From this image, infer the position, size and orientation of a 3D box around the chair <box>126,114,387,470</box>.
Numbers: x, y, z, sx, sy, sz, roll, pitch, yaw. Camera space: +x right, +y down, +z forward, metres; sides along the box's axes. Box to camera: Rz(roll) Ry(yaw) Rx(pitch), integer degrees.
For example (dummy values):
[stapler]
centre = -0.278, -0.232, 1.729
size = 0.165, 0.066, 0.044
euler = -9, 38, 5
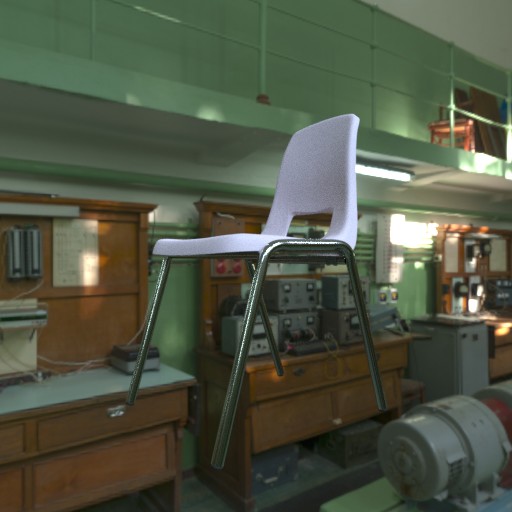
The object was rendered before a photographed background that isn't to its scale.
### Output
[chair]
centre = 0.000, 0.000, 0.946
size = 0.436, 0.653, 0.381
euler = 0, 0, -37
